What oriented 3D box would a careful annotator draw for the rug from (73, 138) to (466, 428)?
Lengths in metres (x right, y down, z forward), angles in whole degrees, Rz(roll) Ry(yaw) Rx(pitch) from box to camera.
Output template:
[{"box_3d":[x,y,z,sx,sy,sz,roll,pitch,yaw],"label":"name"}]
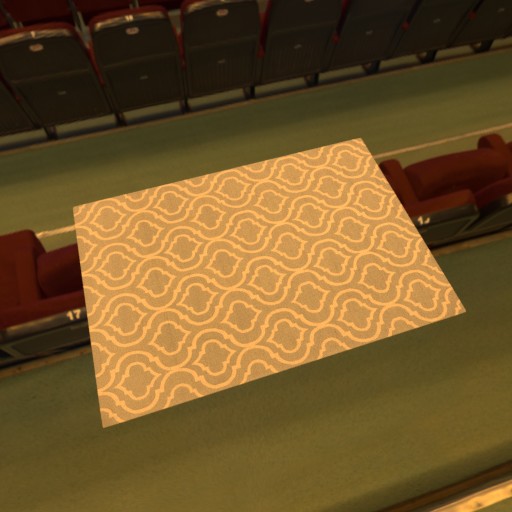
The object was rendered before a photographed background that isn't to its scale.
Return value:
[{"box_3d":[0.000,0.000,2.740,2.080,0.010,1.451,-15,61,-9],"label":"rug"}]
